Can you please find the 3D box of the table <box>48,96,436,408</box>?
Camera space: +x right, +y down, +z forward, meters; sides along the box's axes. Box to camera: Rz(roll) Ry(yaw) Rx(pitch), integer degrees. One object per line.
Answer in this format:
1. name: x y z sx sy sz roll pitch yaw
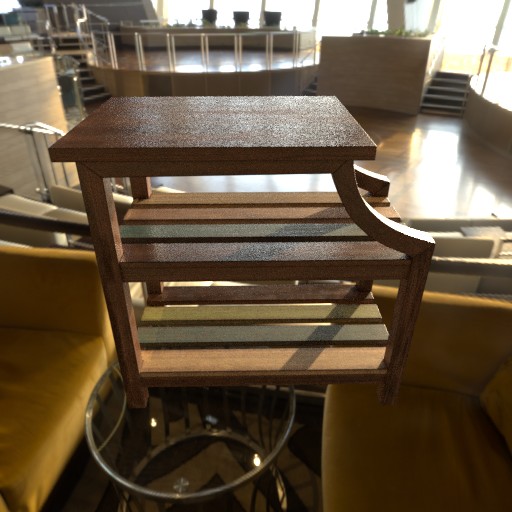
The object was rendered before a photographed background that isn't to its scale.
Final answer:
1. table: 0.000 0.000 0.948 0.609 0.584 0.356 -1 31 -1
